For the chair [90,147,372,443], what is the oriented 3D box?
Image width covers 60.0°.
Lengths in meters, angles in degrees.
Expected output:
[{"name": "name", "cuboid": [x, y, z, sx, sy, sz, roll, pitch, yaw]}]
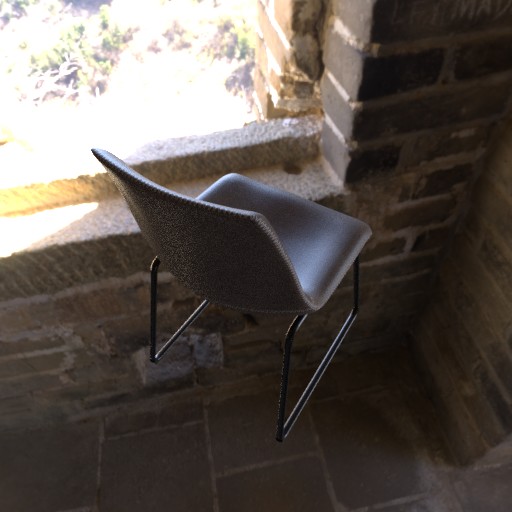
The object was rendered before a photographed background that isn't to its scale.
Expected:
[{"name": "chair", "cuboid": [0.000, 0.000, 1.105, 0.460, 0.780, 0.550, 25, 51, 22]}]
